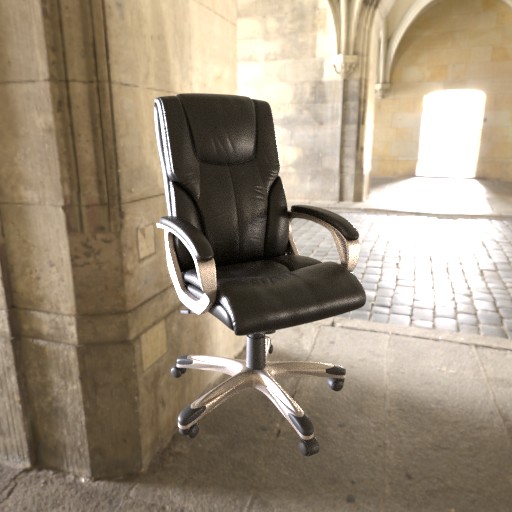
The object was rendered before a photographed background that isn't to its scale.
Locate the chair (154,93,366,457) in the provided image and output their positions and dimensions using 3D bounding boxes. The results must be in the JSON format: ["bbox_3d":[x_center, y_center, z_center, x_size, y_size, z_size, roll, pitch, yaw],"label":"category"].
[{"bbox_3d":[0.000,0.000,1.589,0.700,1.145,0.780,-8,17,-27],"label":"chair"}]
